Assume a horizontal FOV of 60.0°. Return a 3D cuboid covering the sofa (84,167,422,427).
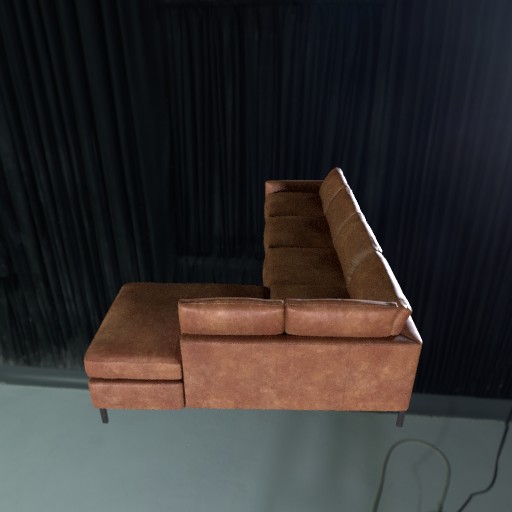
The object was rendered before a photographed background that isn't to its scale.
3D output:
[{"bbox_3d":[0.000,0.000,3.857,1.938,0.877,2.984,1,27,1],"label":"sofa"}]
